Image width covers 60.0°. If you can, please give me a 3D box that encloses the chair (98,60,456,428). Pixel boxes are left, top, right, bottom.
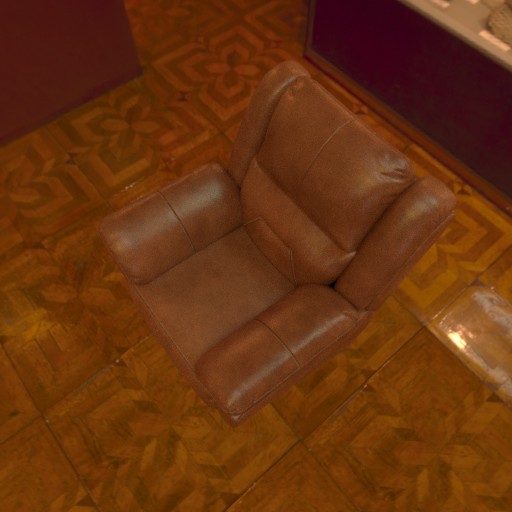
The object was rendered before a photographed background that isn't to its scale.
[{"bbox_3d":[0.000,0.000,1.873,1.041,1.093,0.990,-34,67,-17],"label":"chair"}]
